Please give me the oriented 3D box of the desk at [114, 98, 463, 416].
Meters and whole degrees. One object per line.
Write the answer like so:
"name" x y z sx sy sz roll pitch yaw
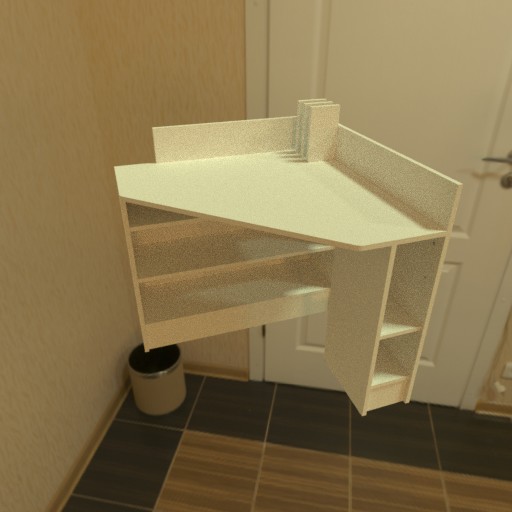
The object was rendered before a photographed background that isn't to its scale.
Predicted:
"desk" 0.000 0.000 1.735 0.940 0.986 0.940 -10 31 -16
